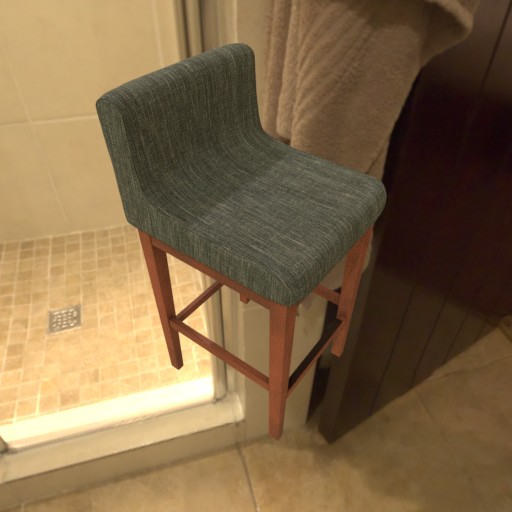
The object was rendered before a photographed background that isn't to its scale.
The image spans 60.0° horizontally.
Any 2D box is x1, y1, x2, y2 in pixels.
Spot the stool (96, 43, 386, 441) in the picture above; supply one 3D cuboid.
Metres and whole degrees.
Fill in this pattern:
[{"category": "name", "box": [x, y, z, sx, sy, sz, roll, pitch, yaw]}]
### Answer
[{"category": "stool", "box": [0.000, 0.000, 1.081, 0.459, 0.835, 0.395, 27, 48, 27]}]
